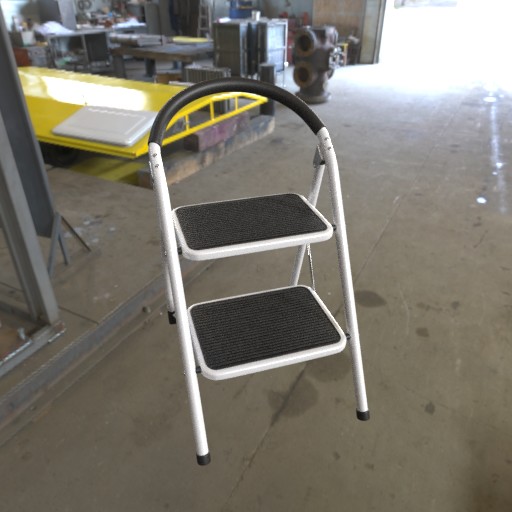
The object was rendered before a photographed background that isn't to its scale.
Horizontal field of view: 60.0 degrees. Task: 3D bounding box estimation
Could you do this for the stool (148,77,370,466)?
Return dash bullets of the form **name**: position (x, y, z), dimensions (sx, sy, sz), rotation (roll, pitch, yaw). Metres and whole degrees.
- **stool**: position (0.000, 0.000, 1.110), dimensions (0.453, 0.760, 0.559), rotation (-9, 33, -15)
